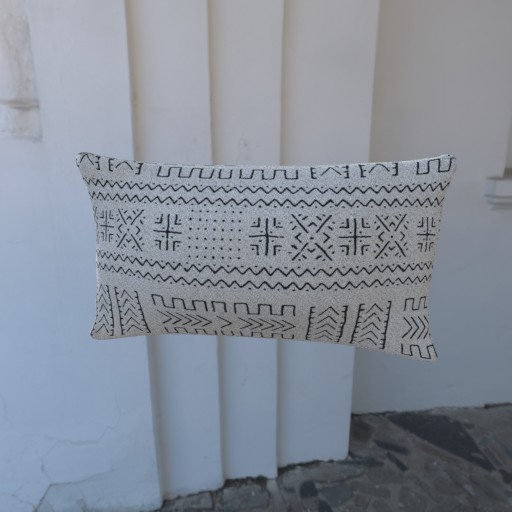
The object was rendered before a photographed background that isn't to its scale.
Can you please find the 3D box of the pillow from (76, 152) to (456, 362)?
[{"bbox_3d":[0.000,0.000,0.777,0.637,0.352,0.188,2,15,7],"label":"pillow"}]
